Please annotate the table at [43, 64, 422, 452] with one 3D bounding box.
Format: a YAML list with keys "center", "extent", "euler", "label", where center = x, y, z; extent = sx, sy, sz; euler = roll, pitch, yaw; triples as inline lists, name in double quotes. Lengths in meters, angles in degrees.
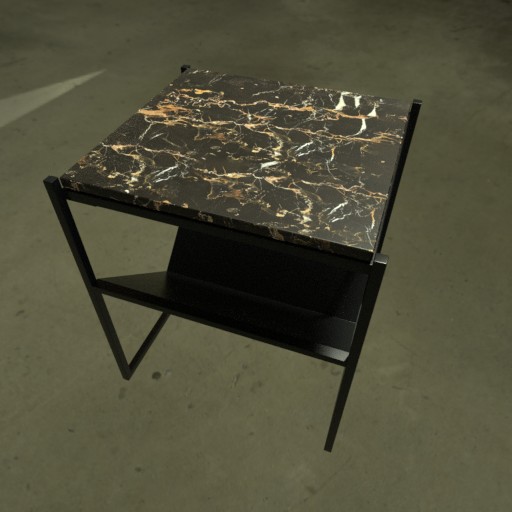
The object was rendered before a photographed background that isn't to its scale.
- center: [0.000, 0.000, 0.883]
  extent: [0.469, 0.534, 0.432]
  euler: [14, 46, 14]
  label: "table"
